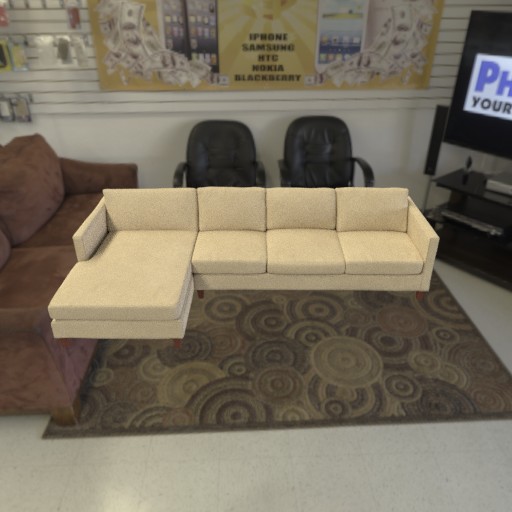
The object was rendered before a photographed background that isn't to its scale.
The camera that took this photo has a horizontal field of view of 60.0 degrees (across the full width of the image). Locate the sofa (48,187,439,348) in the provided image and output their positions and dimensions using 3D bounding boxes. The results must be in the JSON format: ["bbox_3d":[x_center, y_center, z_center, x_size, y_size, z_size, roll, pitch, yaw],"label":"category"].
[{"bbox_3d":[0.000,0.000,4.033,3.186,0.846,1.625,0,30,0],"label":"sofa"}]
